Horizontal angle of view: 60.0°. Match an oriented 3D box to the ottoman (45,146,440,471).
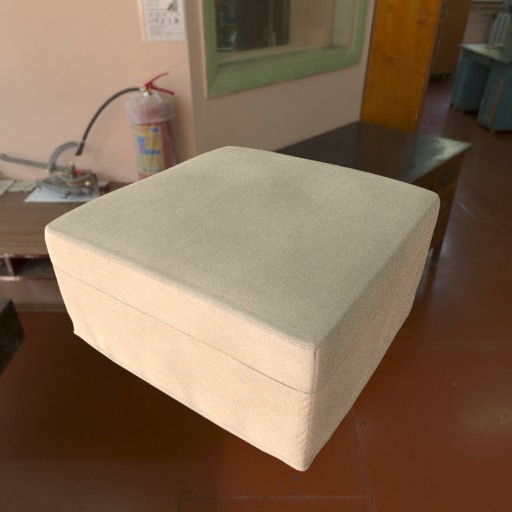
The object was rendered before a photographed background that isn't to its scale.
[{"bbox_3d":[0.000,0.000,1.338,0.843,0.441,0.842,20,37,29],"label":"ottoman"}]
